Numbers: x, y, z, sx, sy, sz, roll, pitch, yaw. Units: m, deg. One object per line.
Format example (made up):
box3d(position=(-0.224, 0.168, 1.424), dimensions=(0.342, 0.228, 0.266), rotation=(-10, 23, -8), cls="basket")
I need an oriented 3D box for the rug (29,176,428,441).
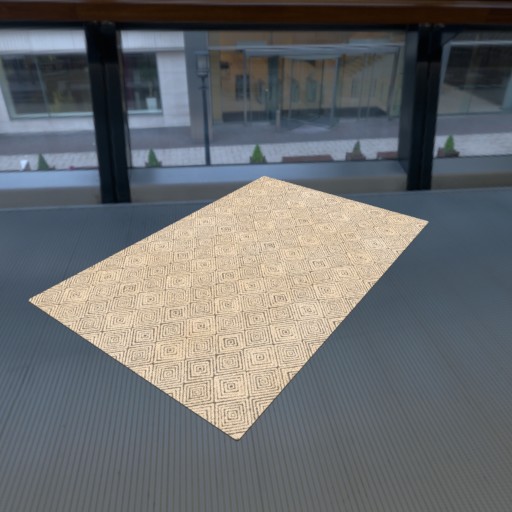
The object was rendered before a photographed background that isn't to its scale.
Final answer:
box3d(position=(0.000, 0.000, 2.258), dimensions=(1.175, 0.008, 1.783), rotation=(21, 38, 30), cls="rug")
